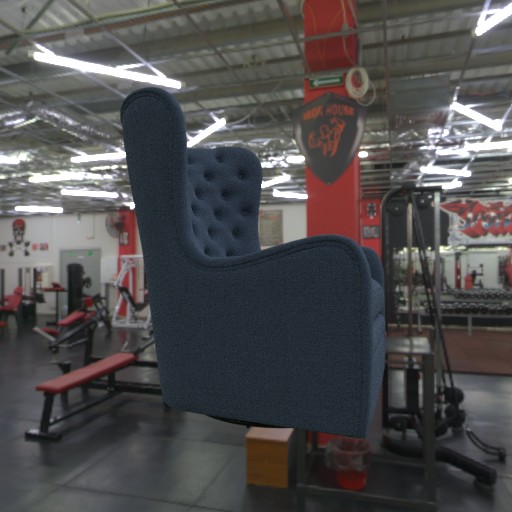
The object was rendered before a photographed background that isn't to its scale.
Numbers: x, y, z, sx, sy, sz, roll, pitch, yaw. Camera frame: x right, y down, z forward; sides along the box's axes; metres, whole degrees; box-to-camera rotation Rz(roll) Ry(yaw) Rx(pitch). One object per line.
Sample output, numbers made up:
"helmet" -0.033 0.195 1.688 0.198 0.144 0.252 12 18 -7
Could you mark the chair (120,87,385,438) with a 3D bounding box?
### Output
"chair" 0.000 0.000 1.711 0.930 1.079 0.831 0 -1 19
